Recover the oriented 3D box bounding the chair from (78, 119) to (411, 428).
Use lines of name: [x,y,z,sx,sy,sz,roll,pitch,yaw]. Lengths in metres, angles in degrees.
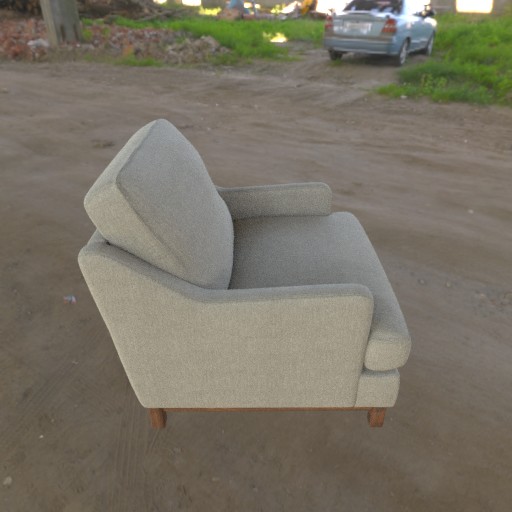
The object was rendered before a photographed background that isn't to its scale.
chair: [0.000,0.000,1.543,0.892,0.821,0.826,0,31,0]
